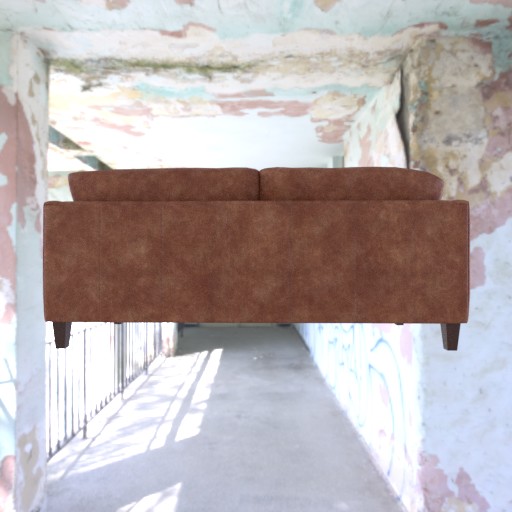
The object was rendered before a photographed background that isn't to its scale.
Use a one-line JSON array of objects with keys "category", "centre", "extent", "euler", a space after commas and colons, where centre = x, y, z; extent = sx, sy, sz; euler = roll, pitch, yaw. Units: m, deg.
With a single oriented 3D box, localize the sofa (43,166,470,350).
[{"category": "sofa", "centre": [0.000, 0.000, 2.463], "extent": [1.971, 0.863, 0.923], "euler": [0, -1, 1]}]
